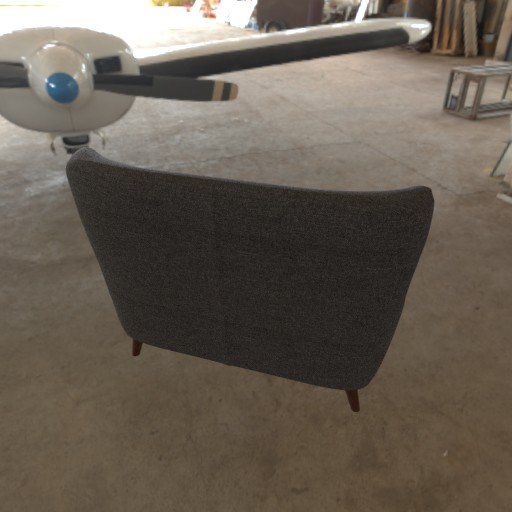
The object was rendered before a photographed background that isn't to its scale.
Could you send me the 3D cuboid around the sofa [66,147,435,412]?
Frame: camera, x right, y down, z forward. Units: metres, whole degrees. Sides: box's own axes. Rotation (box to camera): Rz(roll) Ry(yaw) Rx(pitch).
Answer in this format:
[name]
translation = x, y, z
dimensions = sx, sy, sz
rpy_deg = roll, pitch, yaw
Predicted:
[sofa]
translation = 0.000, 0.000, 2.031
dimensions = 1.358, 1.028, 0.874
rpy_deg = 10, 33, 15
